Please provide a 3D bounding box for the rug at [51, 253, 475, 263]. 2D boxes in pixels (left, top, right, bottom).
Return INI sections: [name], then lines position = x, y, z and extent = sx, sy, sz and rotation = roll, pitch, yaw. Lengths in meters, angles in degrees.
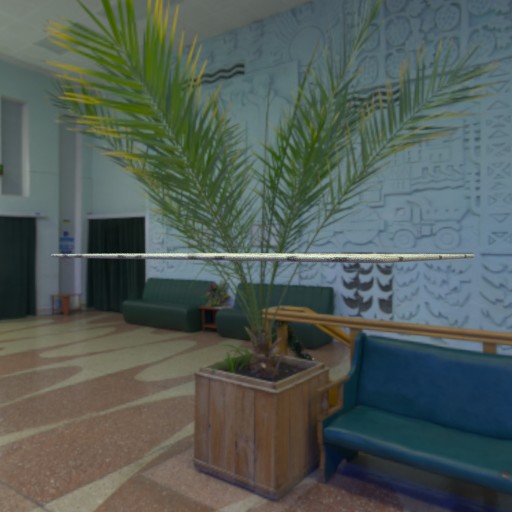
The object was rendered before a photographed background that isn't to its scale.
[rug]
position = 0.000, 0.000, 3.374
extent = 2.701, 0.026, 1.801
rotation = 1, 1, 38
